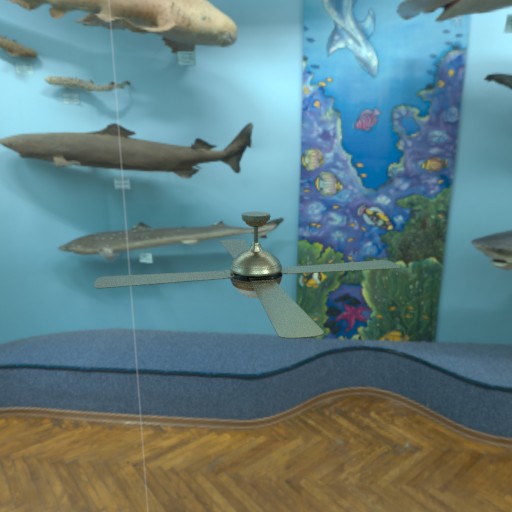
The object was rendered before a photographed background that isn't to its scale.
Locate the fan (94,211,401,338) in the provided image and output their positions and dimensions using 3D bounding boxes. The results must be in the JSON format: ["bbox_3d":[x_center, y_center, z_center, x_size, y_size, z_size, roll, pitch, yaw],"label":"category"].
[{"bbox_3d":[0.000,0.000,1.982,1.321,0.381,1.321,2,15,8],"label":"fan"}]
